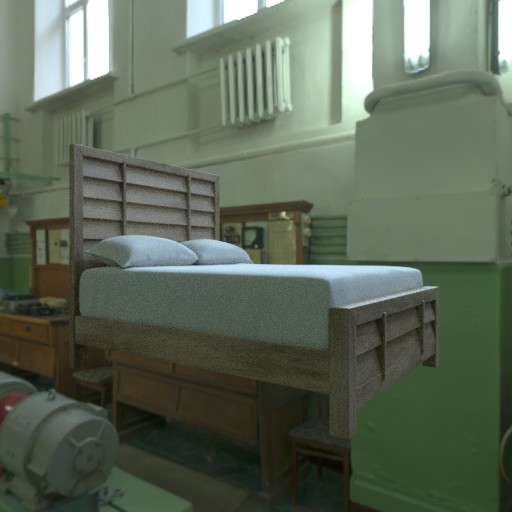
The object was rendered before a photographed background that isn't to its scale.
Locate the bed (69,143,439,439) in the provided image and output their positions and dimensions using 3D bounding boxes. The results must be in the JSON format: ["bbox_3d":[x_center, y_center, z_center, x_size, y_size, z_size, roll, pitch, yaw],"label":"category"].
[{"bbox_3d":[0.000,0.000,3.259,2.197,1.626,1.626,0,0,36],"label":"bed"}]
